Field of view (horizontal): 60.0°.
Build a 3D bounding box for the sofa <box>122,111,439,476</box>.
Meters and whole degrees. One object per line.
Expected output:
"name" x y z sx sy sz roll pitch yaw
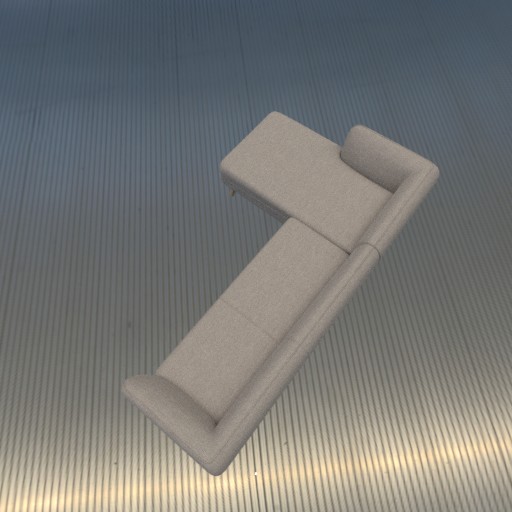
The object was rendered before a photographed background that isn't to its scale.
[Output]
"sofa" 0.000 0.000 3.358 1.532 0.693 2.653 35 69 16
